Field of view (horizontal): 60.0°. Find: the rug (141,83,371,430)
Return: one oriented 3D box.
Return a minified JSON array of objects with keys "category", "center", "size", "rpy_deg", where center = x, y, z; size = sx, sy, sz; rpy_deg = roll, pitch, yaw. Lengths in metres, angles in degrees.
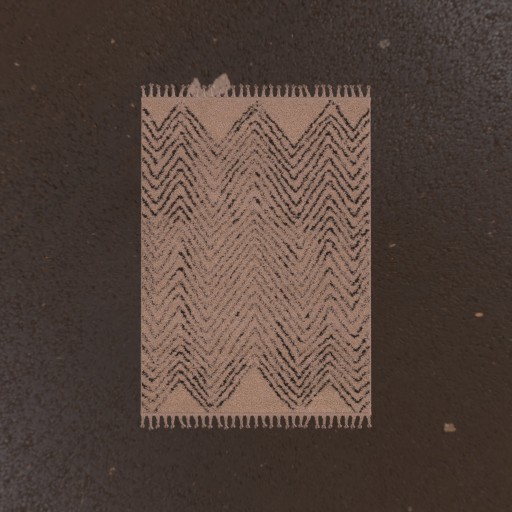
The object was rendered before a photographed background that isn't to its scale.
[{"category":"rug","center":[0.000,0.000,2.356],"size":[1.230,0.014,1.847],"rpy_deg":[0,90,0]}]
